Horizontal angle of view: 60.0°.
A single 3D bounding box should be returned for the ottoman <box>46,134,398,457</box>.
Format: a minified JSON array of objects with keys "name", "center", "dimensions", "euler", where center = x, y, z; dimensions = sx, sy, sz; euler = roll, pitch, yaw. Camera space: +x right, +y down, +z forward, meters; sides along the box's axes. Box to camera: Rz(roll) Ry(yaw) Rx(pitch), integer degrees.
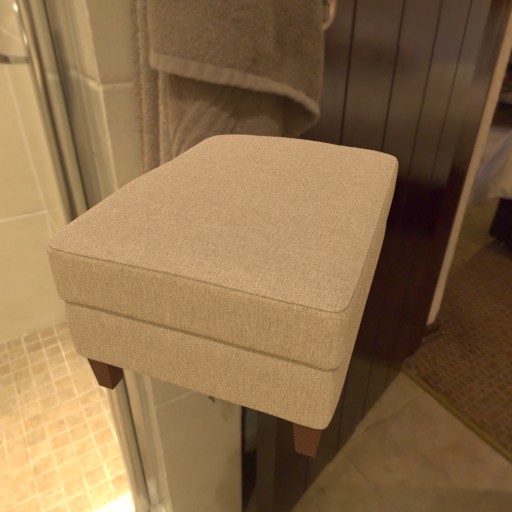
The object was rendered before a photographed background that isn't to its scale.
[{"name":"ottoman","center":[0.000,0.000,1.291],"dimensions":[0.677,0.519,0.898],"euler":[11,33,18]}]
